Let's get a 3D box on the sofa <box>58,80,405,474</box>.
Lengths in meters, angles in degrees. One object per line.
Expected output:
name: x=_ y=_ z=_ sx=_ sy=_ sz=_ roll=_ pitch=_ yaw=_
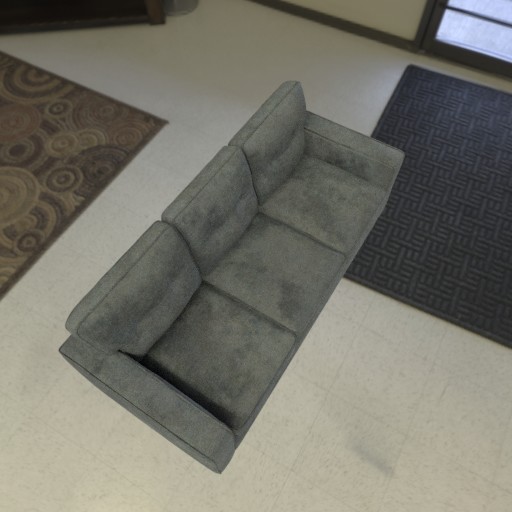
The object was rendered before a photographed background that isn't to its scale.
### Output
sofa: x=0.000 y=0.000 z=2.599 sx=0.939 sy=0.965 sz=2.133 roll=29 pitch=63 yaw=16
